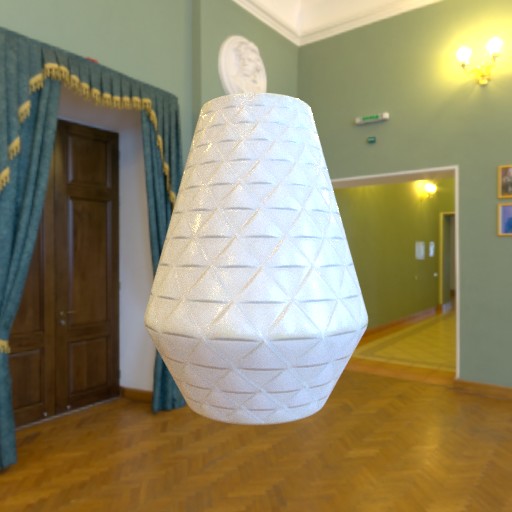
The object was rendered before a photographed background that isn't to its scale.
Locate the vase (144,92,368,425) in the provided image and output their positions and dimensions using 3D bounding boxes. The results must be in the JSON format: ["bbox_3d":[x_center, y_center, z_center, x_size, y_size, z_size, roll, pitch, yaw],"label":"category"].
[{"bbox_3d":[0.000,0.000,0.355,0.175,0.230,0.175,0,1,0],"label":"vase"}]
